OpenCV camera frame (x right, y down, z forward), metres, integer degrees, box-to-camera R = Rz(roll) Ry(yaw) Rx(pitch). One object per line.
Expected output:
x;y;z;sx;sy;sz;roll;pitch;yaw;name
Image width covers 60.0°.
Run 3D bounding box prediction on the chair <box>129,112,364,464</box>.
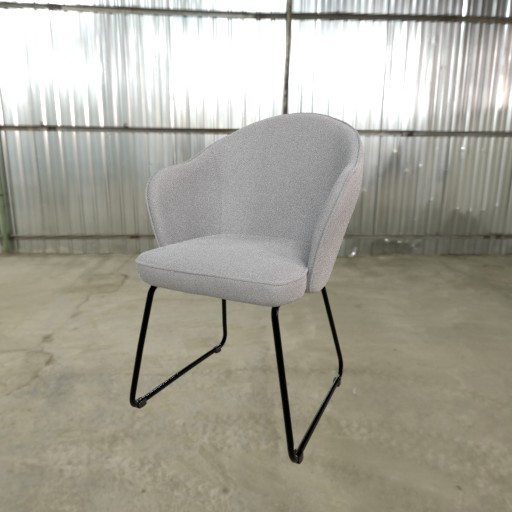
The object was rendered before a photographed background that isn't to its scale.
0.000;0.000;1.259;0.570;0.817;0.592;7;15;26;chair
